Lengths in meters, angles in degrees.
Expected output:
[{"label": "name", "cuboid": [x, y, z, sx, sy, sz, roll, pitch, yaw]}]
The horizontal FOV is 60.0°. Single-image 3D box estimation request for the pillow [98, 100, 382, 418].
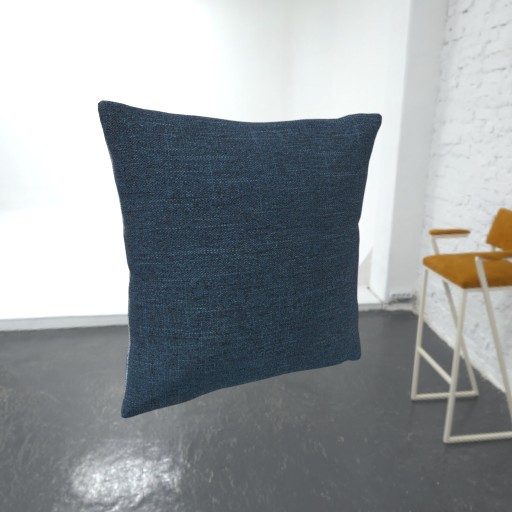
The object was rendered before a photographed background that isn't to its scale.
[{"label": "pillow", "cuboid": [0.000, 0.000, 0.677, 0.435, 0.435, 0.159, -7, 17, -26]}]
